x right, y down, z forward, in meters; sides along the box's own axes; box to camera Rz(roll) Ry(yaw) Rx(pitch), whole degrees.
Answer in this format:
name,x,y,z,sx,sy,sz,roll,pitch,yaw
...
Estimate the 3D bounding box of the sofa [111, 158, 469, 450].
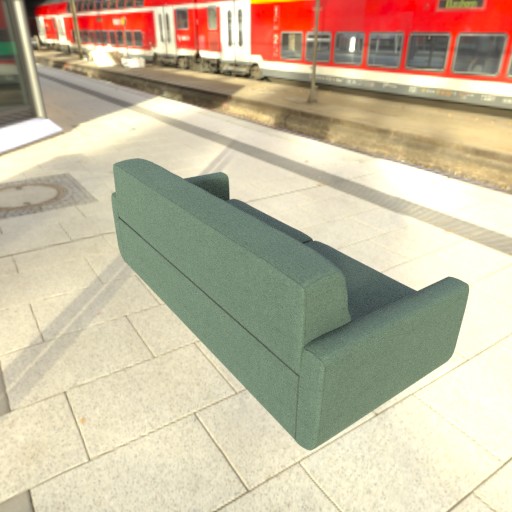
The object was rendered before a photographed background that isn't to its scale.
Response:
name,x,y,z,sx,sy,sz,roll,pitch,yaw
sofa,0.000,0.000,2.469,0.909,0.841,2.029,-18,32,-31
